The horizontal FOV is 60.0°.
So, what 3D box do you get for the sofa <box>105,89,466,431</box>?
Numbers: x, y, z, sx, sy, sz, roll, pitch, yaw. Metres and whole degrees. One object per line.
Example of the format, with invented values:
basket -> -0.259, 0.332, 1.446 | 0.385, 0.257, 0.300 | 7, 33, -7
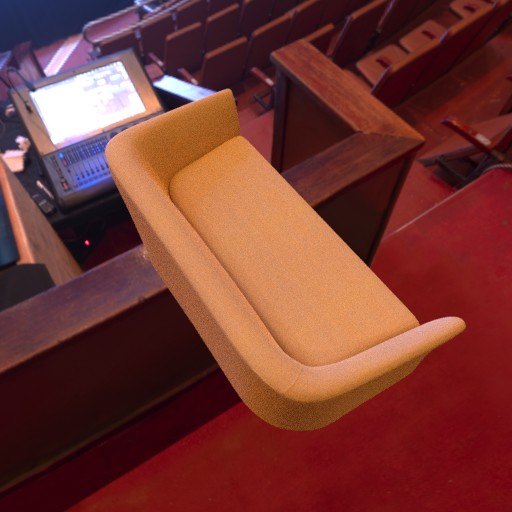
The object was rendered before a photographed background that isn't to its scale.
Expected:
sofa -> 0.000, 0.000, 1.846 | 0.705, 0.721, 1.452 | -31, 63, -17
